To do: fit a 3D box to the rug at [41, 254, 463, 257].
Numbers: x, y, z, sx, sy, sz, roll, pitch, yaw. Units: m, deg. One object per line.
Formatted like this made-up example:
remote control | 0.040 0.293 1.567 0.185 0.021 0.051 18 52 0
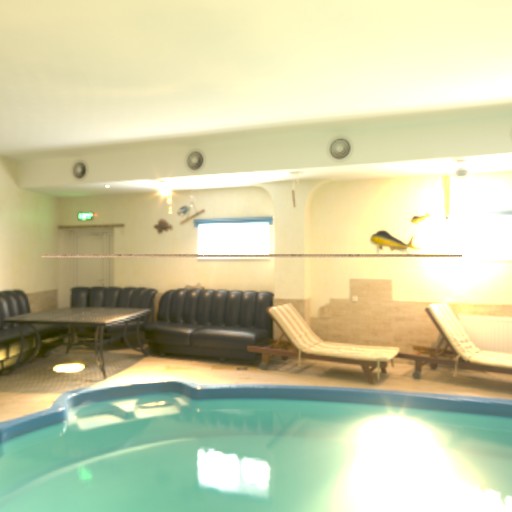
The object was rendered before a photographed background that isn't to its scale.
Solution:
rug | 0.000 0.000 4.053 2.420 0.019 3.038 0 0 1
